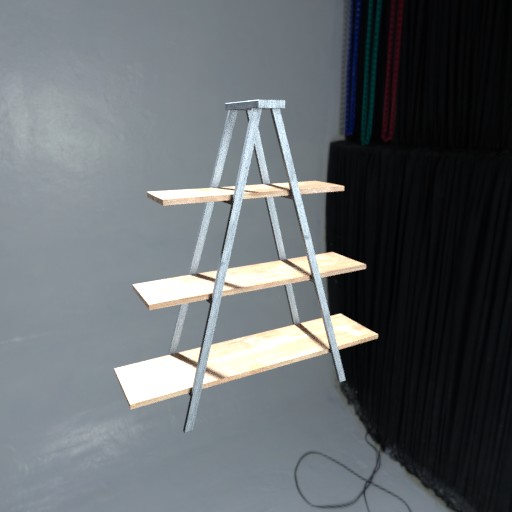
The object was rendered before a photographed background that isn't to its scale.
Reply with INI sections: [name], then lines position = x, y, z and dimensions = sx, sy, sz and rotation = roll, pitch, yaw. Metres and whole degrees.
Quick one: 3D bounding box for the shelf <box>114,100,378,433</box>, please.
[shelf]
position = 0.000, 0.000, 2.750
dimensions = 1.746, 1.808, 0.508
rotation = -9, 18, -27
